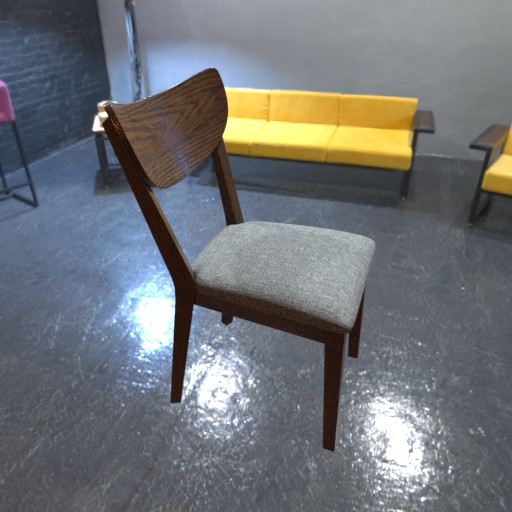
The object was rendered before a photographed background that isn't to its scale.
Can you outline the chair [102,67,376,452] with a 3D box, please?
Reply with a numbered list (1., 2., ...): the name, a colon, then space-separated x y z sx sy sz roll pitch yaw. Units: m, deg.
1. chair: 0.000 0.000 1.178 0.583 0.849 0.491 11 33 17
